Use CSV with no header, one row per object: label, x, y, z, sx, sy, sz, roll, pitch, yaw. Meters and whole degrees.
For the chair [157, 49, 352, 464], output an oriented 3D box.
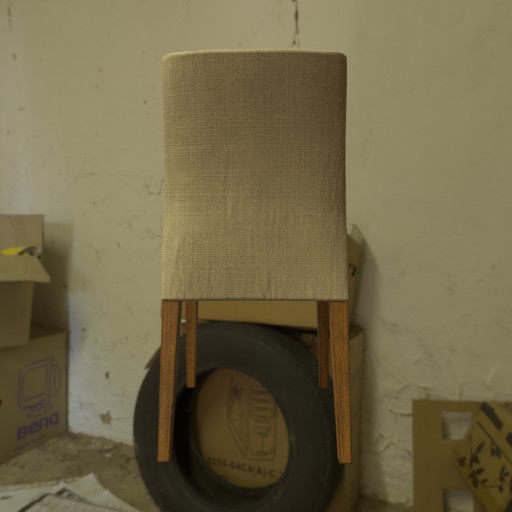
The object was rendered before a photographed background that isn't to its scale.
chair,0.000,0.000,1.269,0.496,0.940,0.585,0,2,1
